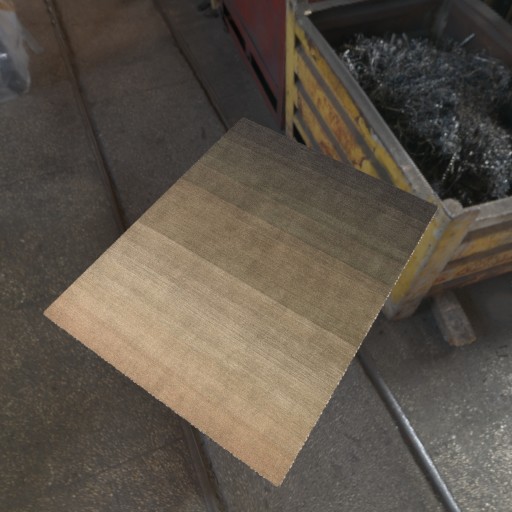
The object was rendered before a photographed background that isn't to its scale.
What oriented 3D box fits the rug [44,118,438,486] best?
[{"bbox_3d":[0.000,0.000,3.954,2.306,0.017,2.902,29,62,18],"label":"rug"}]
